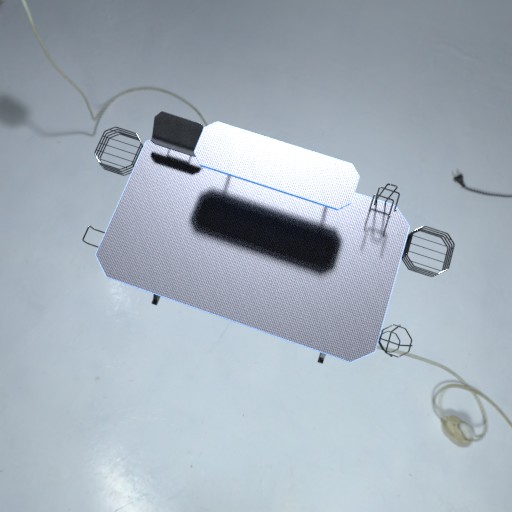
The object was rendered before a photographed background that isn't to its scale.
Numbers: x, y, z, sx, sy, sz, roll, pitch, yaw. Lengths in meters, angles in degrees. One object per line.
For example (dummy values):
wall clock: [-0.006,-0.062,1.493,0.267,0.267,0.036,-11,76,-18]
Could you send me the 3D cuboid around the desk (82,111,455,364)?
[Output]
desk: [0.000,0.000,1.791,1.295,0.909,0.594,19,77,4]
